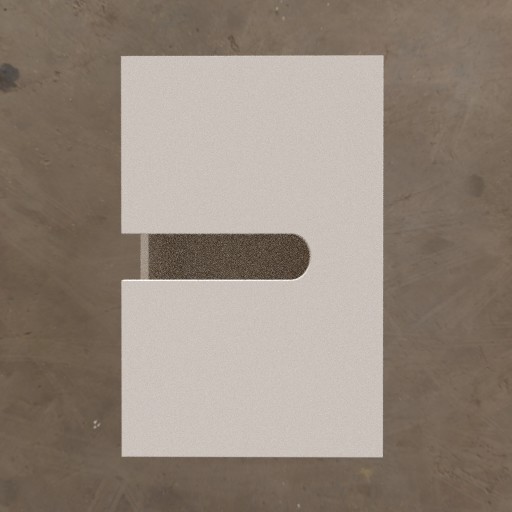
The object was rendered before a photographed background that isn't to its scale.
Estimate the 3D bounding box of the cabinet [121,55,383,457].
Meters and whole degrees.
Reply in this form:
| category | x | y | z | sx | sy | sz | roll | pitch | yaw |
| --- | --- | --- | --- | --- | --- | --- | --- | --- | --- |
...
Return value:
| category | x | y | z | sx | sy | sz | roll | pitch | yaw |
| --- | --- | --- | --- | --- | --- | --- | --- | --- | --- |
| cabinet | 0.000 | 0.000 | 0.923 | 0.400 | 0.522 | 0.600 | 0 | 90 | 0 |
